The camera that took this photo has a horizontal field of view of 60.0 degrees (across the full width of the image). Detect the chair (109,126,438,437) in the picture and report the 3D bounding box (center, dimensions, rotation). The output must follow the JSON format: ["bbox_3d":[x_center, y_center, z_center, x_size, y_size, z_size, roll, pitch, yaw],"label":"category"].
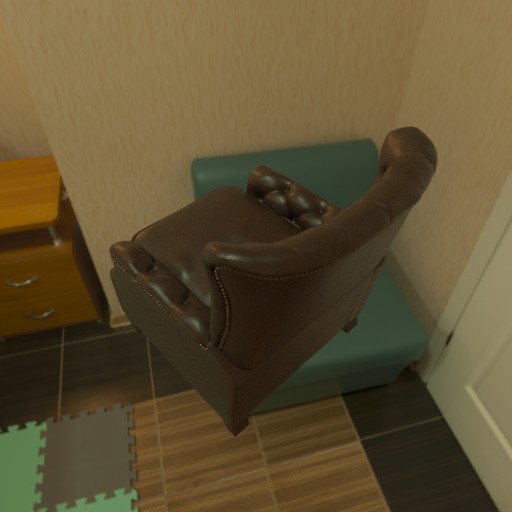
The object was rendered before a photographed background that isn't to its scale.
[{"bbox_3d":[0.000,0.000,1.431,0.709,0.864,0.823,-34,54,-30],"label":"chair"}]
